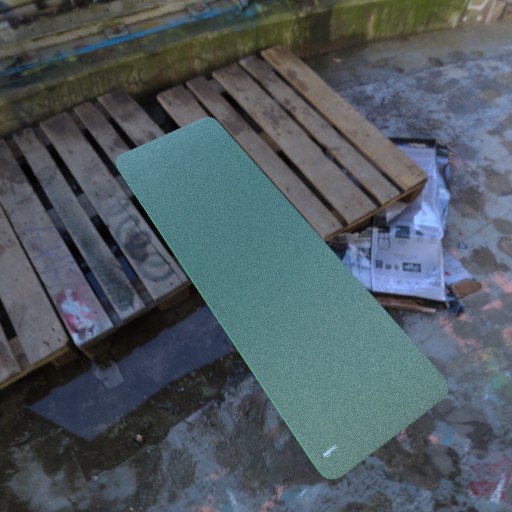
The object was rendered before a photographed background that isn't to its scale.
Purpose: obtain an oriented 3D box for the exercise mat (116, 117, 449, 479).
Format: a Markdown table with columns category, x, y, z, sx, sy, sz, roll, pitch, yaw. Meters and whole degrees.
| category | x | y | z | sx | sy | sz | roll | pitch | yaw |
| --- | --- | --- | --- | --- | --- | --- | --- | --- | --- |
| exercise mat | 0.000 | 0.000 | 2.042 | 0.616 | 0.021 | 1.869 | -29 | 63 | -17 |
